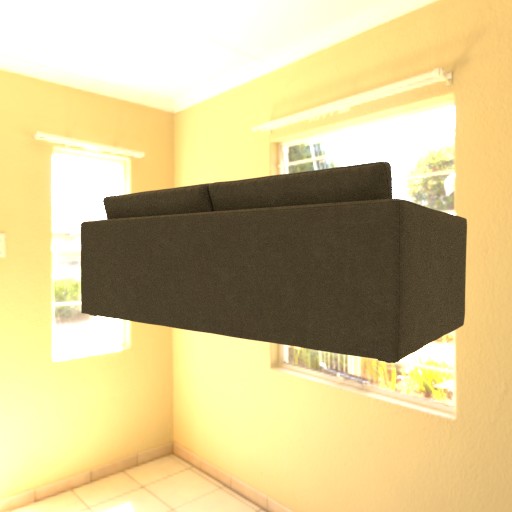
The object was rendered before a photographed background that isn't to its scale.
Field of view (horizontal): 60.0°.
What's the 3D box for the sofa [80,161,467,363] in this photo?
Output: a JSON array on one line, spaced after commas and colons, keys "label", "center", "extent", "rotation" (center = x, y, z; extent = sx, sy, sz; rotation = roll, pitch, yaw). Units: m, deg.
[{"label": "sofa", "center": [0.000, 0.000, 2.798], "extent": [2.257, 0.838, 1.092], "rotation": [1, 1, 38]}]
